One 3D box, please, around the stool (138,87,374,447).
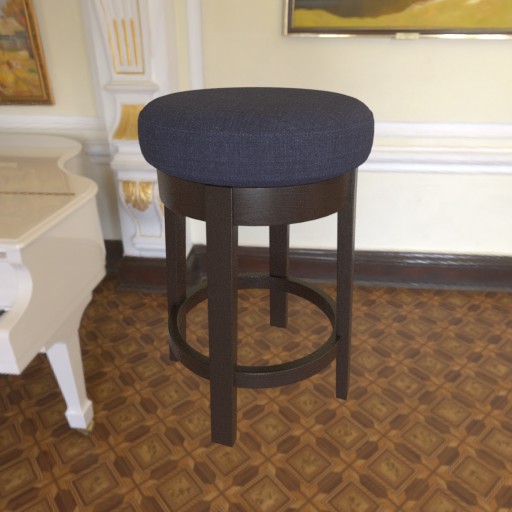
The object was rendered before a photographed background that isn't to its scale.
[{"bbox_3d":[0.000,0.000,0.947,0.449,0.655,0.449,0,27,0],"label":"stool"}]
